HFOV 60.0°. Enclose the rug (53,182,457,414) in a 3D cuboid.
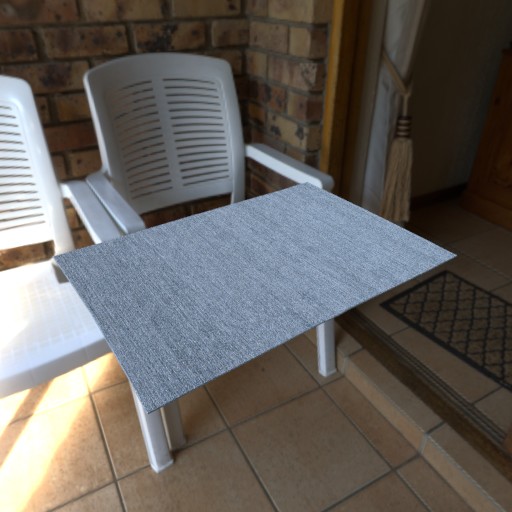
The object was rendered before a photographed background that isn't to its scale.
[{"bbox_3d":[0.000,0.000,3.103,2.338,0.030,1.616,-20,37,-29],"label":"rug"}]
